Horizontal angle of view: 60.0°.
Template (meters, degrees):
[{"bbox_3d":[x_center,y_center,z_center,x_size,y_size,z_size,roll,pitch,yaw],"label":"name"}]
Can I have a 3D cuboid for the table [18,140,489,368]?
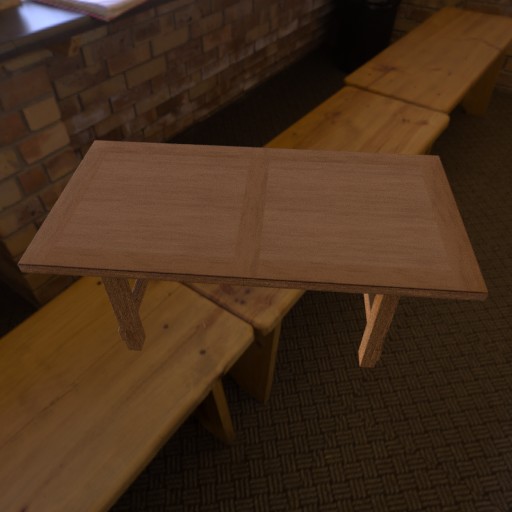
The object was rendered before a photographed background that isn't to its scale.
[{"bbox_3d":[0.000,0.000,2.469,1.982,0.762,1.000,3,46,3],"label":"table"}]
